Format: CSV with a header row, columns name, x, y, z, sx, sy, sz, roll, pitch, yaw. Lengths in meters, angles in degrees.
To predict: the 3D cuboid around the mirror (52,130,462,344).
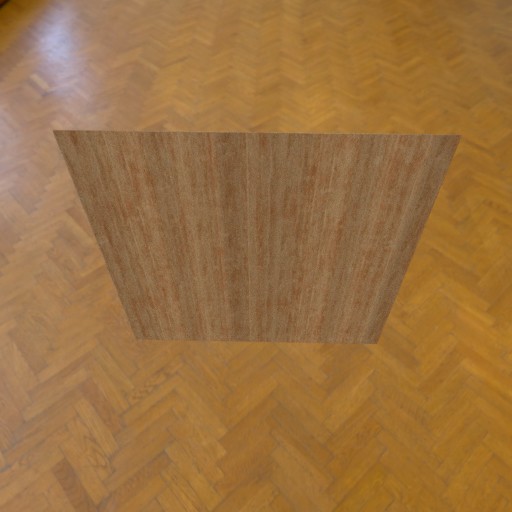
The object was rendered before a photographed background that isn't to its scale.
name,x,y,z,sx,sy,sz,roll,pitch,yaw
mirror,0.000,0.000,0.964,0.651,0.651,0.047,1,49,1
